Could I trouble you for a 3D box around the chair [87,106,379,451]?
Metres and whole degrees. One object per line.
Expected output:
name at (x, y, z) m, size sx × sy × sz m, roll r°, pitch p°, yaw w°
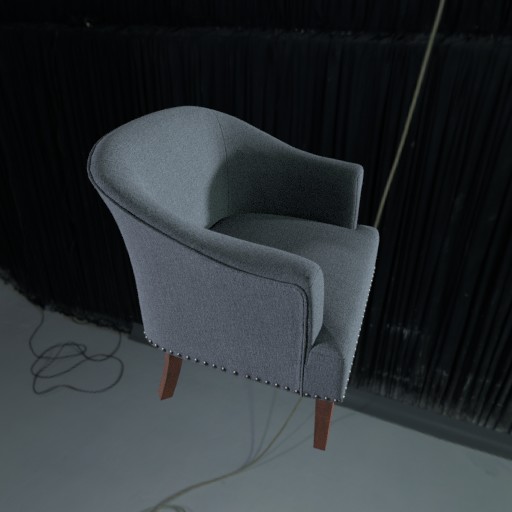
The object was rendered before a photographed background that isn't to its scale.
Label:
chair at (0.000, 0.000, 1.394) m, size 0.704 × 0.815 × 0.798 m, roll 10°, pitch 32°, yaw 17°
